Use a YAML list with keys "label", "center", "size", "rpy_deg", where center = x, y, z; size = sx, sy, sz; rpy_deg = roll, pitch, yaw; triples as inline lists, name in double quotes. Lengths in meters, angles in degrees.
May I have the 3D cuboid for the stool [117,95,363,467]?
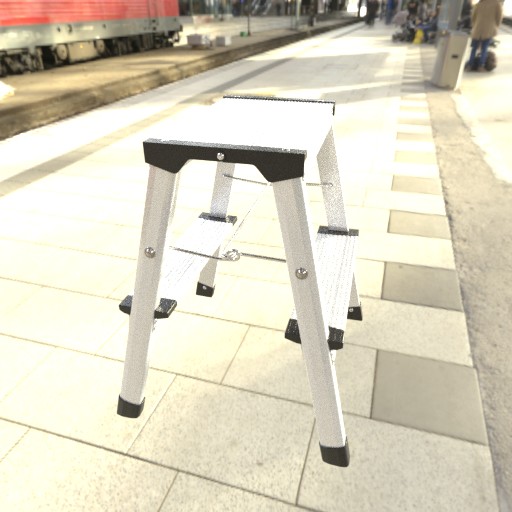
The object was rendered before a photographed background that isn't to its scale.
- label: "stool"
  center: [0.000, 0.000, 0.782]
  size: [0.405, 0.480, 0.404]
  rpy_deg: [8, 31, 13]
